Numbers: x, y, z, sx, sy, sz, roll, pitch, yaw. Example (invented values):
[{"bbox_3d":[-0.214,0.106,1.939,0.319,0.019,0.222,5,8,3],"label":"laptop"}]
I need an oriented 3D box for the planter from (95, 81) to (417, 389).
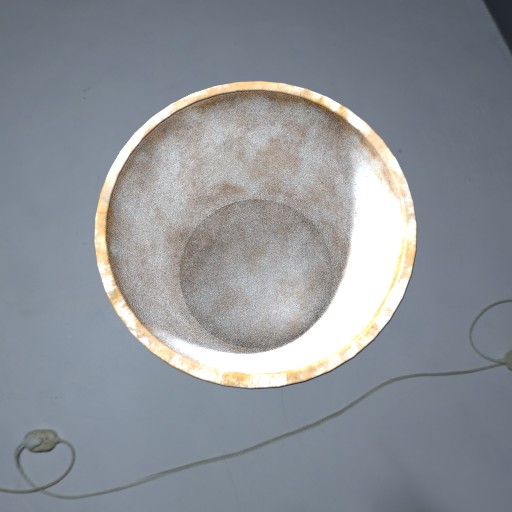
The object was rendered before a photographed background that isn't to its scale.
[{"bbox_3d":[0.000,0.000,0.457,0.255,0.223,0.255,0,76,0],"label":"planter"}]
